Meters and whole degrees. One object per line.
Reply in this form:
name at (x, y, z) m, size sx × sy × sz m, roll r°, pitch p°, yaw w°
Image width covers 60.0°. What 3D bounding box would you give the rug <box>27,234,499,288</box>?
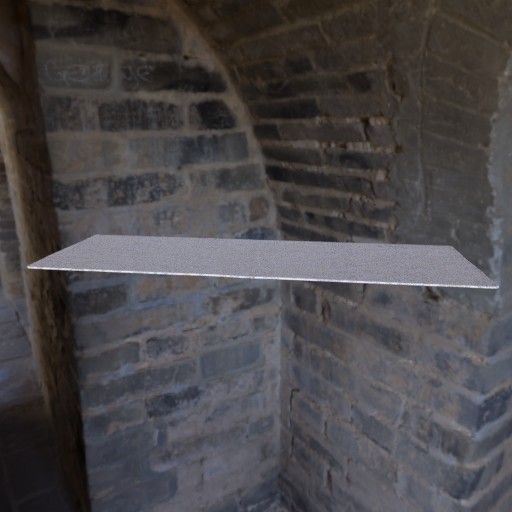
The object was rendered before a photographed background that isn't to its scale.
rug at (0.000, 0.000, 2.632) m, size 2.436 × 0.013 × 0.807 m, roll 2°, pitch 16°, yaw 8°
